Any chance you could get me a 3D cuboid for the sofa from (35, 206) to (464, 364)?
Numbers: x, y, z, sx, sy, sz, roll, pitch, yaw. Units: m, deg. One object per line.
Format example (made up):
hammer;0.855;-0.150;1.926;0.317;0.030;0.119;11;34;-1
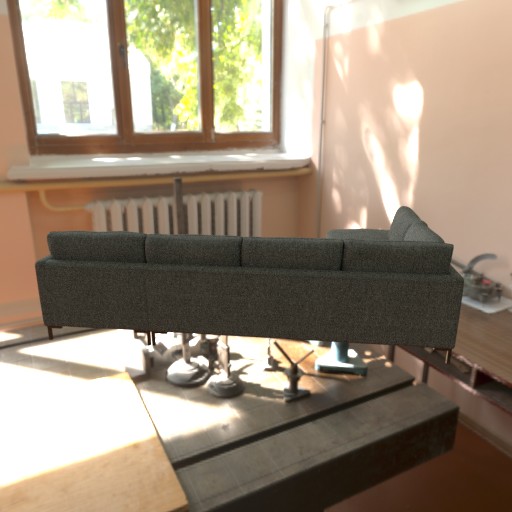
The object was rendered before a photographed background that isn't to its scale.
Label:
sofa;0.000;0.000;3.657;2.737;0.756;1.879;2;17;7
